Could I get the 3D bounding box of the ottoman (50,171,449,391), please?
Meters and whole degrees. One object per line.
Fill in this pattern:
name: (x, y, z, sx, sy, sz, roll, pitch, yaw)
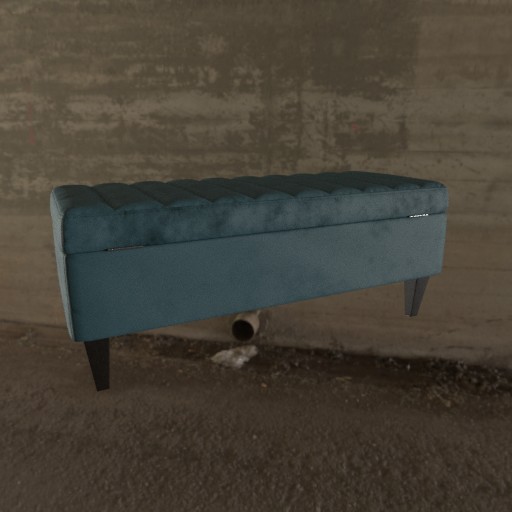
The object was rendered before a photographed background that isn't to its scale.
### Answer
ottoman: (0.000, 0.000, 1.413, 1.151, 0.469, 0.482, -8, 18, -25)
